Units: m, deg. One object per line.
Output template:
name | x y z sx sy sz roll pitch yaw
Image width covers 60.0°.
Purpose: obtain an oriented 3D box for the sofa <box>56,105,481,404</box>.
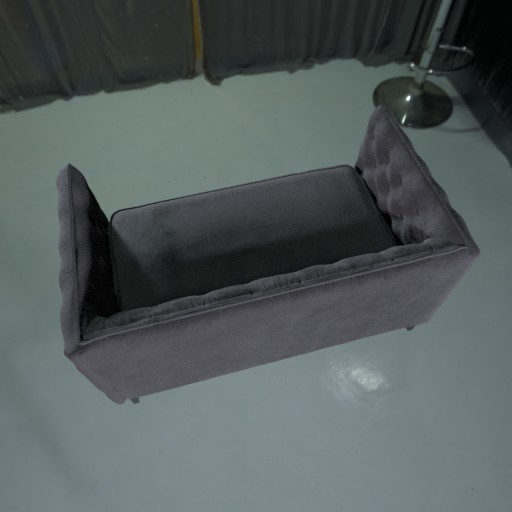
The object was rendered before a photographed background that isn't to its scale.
sofa | 0.000 0.000 2.103 1.583 0.810 0.909 -13 59 -8
